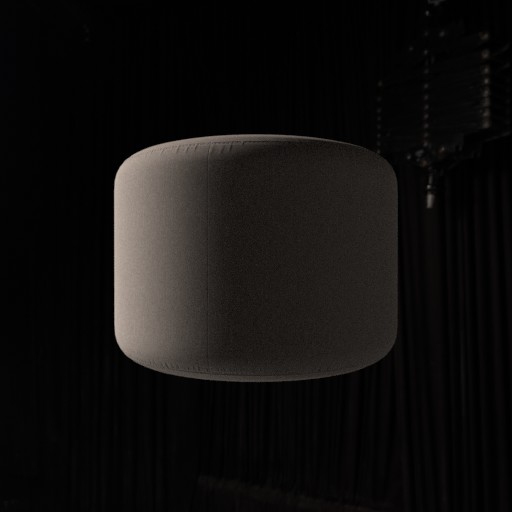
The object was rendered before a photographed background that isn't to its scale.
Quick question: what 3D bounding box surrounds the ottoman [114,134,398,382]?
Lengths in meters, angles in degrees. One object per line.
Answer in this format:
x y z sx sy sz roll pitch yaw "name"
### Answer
0.000 0.000 0.999 0.608 0.433 0.608 0 0 0 "ottoman"
